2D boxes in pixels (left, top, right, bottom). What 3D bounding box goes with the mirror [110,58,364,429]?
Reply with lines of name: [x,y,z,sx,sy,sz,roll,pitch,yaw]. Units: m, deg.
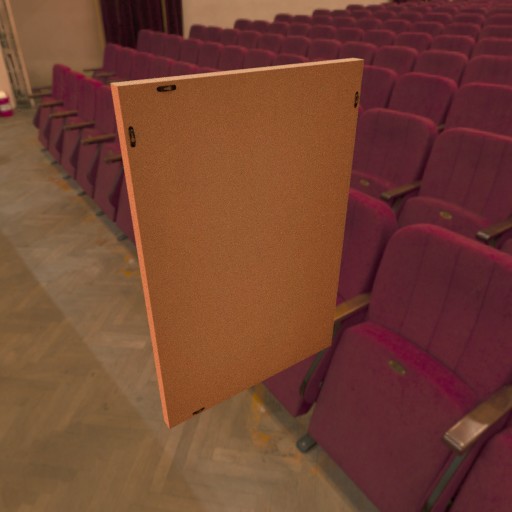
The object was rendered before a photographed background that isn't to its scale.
mirror: [0.000,0.000,1.168,0.609,0.915,0.041,-19,36,-29]
